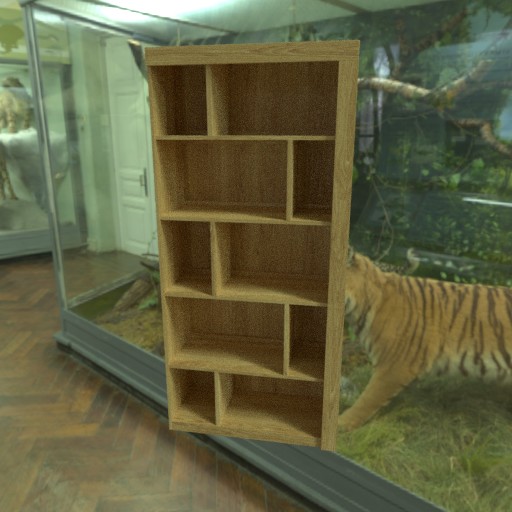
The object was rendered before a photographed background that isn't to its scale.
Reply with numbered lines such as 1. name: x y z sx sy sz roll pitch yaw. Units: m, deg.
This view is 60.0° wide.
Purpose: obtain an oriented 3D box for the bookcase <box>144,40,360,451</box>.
1. bookcase: 0.000 0.000 2.386 0.950 2.020 0.420 3 16 10
